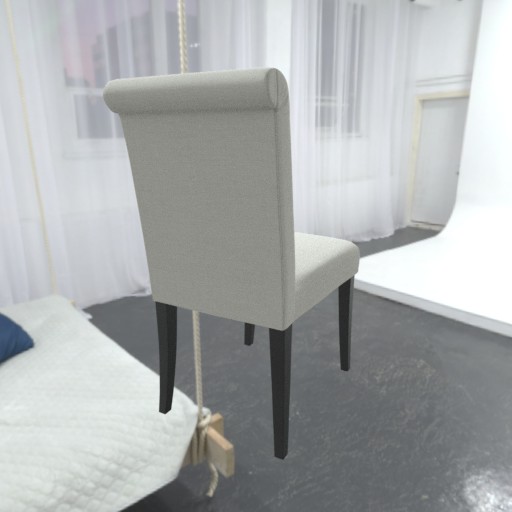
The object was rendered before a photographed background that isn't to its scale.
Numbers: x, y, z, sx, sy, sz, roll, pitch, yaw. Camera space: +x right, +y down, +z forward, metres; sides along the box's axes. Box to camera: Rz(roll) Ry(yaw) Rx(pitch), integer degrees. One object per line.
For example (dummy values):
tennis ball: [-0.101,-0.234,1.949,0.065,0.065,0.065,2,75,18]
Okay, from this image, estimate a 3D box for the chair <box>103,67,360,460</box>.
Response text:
chair: [0.000,0.000,1.359,0.452,0.976,0.708,8,17,28]
